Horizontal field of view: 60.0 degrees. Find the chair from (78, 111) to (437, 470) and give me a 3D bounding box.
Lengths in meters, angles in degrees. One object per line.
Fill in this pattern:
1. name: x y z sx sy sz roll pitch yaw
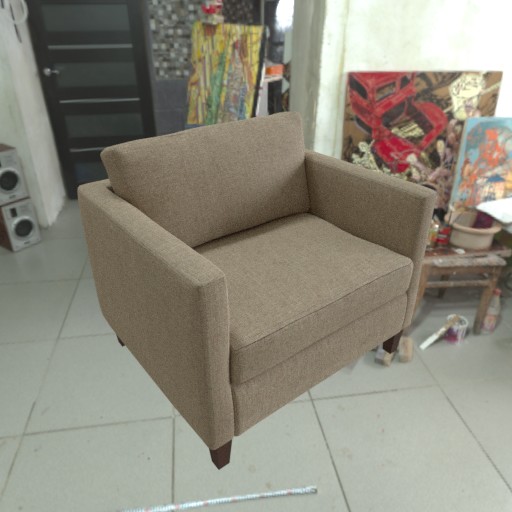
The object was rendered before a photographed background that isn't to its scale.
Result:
1. chair: 0.000 0.000 1.848 1.107 0.987 0.959 -21 36 -33
